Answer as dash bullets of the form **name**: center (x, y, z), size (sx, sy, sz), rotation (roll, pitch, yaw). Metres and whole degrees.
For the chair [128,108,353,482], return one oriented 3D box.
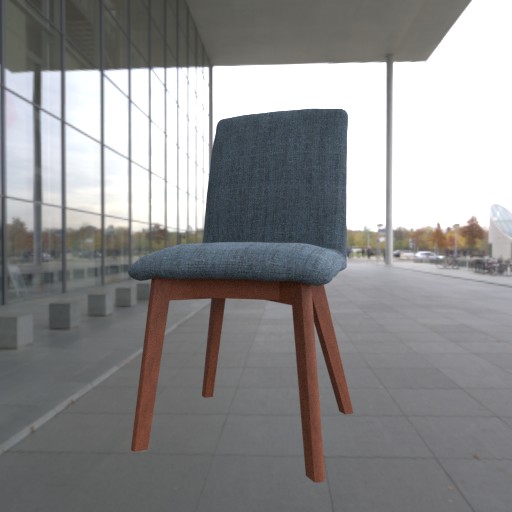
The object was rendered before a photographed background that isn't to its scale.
- **chair**: center (0.000, 0.000, 1.280), size (0.522, 0.974, 0.563), rotation (0, 1, 19)
